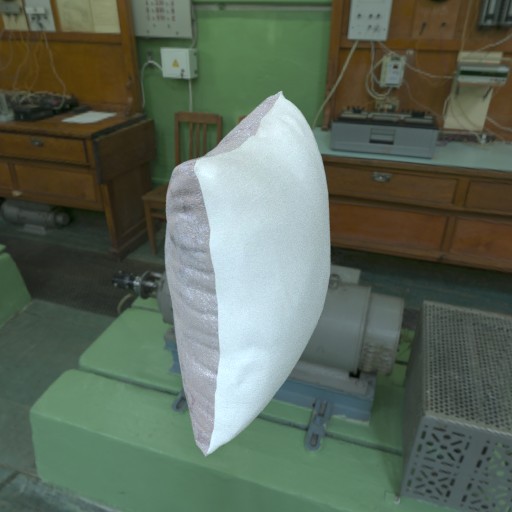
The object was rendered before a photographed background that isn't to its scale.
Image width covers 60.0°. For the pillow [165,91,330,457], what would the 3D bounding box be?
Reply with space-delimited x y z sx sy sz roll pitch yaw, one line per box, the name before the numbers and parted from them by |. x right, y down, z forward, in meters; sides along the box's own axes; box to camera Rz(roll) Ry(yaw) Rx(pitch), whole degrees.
pillow | 0.000 0.000 0.728 0.245 0.448 0.450 9 31 14
